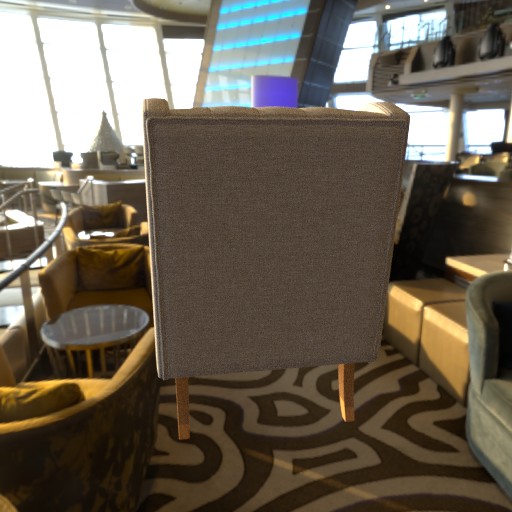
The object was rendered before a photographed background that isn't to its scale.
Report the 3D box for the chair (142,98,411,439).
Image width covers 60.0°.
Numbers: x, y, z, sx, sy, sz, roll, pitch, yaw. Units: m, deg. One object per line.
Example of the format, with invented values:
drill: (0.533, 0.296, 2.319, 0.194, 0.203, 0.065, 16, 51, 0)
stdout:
chair: (0.000, 0.000, 1.456, 0.710, 0.930, 0.760, -2, 14, -9)
